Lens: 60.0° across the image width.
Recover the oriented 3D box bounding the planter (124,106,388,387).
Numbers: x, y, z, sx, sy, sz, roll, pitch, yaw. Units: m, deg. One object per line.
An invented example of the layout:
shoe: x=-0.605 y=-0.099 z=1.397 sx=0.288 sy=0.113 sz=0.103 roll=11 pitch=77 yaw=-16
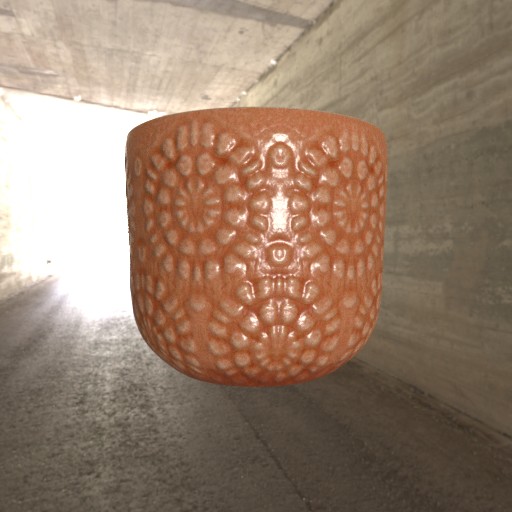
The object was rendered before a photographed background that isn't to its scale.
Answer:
planter: x=0.000 y=0.000 z=0.219 sx=0.124 sy=0.109 sz=0.124 roll=0 pitch=1 yaw=0
